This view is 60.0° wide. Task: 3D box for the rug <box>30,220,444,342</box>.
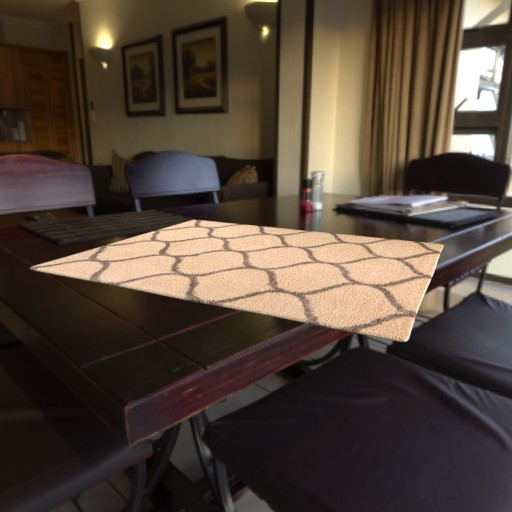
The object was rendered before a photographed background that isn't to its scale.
[{"bbox_3d":[0.000,0.000,4.038,3.000,0.026,2.399,8,17,26],"label":"rug"}]
